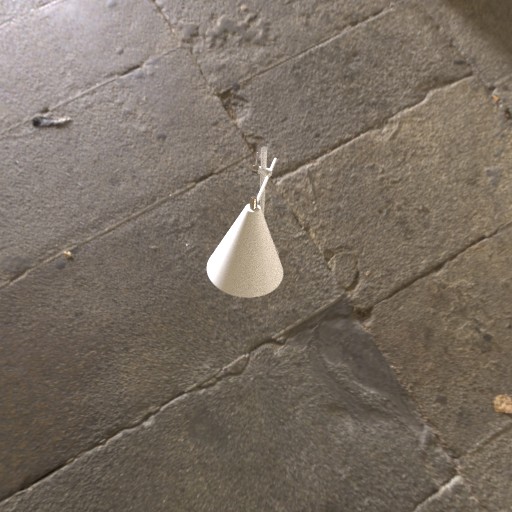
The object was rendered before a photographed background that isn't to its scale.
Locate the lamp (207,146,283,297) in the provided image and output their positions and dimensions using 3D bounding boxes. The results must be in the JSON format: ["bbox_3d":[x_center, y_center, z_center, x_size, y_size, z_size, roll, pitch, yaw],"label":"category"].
[{"bbox_3d":[0.000,0.000,1.639,0.223,1.430,0.508,14,76,4],"label":"lamp"}]
